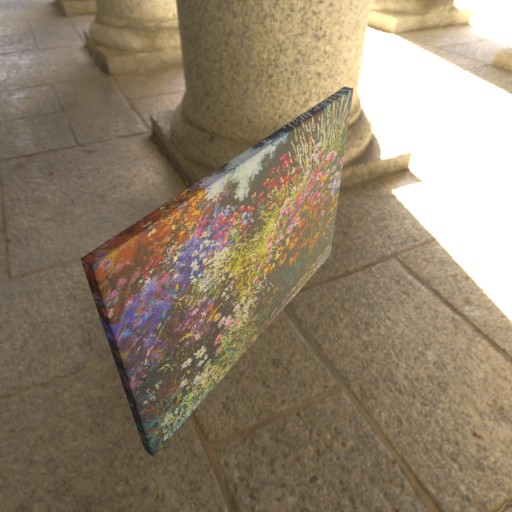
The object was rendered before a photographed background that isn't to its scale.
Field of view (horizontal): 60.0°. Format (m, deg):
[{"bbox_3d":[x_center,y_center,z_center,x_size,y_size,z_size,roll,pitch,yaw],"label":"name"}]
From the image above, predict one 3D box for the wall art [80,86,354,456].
[{"bbox_3d":[0.000,0.000,1.441,0.042,0.760,1.136,24,46,26],"label":"wall art"}]
